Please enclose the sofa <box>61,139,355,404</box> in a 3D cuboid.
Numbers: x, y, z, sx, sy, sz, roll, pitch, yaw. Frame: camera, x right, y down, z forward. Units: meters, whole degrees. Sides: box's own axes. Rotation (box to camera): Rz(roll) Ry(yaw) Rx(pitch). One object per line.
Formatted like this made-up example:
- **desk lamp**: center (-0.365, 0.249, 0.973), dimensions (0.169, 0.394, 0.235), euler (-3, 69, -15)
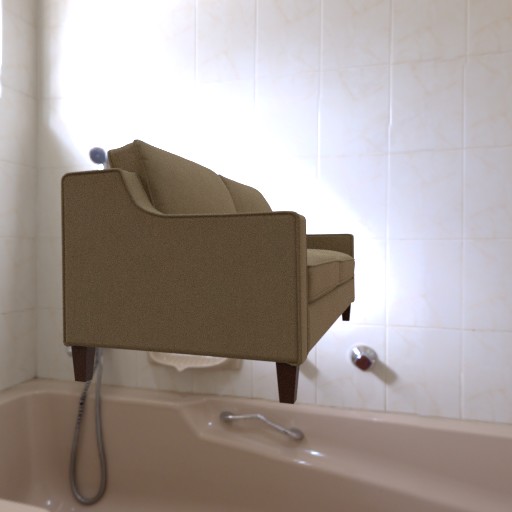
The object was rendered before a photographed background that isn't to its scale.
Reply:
- **sofa**: center (0.000, 0.000, 2.767), dimensions (1.066, 1.071, 2.178), euler (0, 1, 17)
